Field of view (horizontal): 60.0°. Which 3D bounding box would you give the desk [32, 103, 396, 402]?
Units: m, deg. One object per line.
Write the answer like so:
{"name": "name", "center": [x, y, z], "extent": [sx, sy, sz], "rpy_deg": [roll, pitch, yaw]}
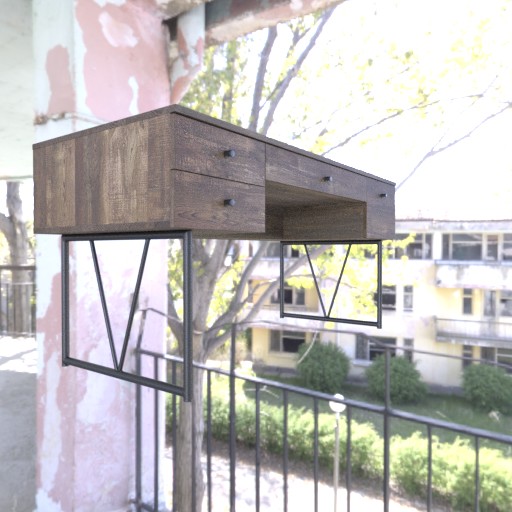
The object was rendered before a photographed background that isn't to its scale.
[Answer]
{"name": "desk", "center": [0.000, 0.000, 1.955], "extent": [0.730, 0.780, 1.600], "rpy_deg": [1, 1, 37]}
